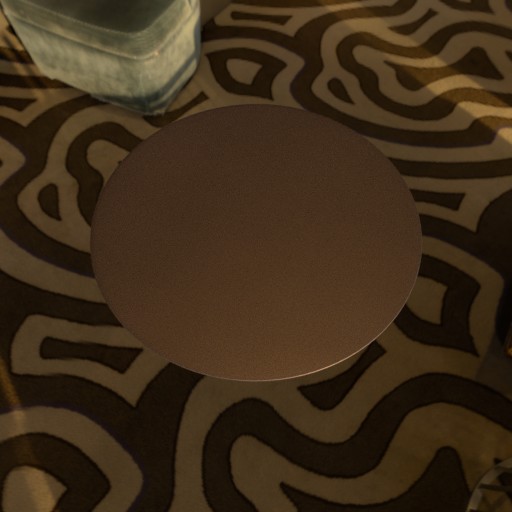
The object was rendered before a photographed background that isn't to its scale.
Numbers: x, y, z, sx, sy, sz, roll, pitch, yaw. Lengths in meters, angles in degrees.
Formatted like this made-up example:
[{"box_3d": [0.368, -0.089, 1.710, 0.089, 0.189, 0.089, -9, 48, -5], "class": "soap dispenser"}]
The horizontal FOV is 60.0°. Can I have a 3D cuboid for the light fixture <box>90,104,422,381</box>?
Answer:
[{"box_3d": [0.000, 0.000, 0.437, 0.280, 0.135, 0.280, 0, 60, 0], "class": "light fixture"}]
